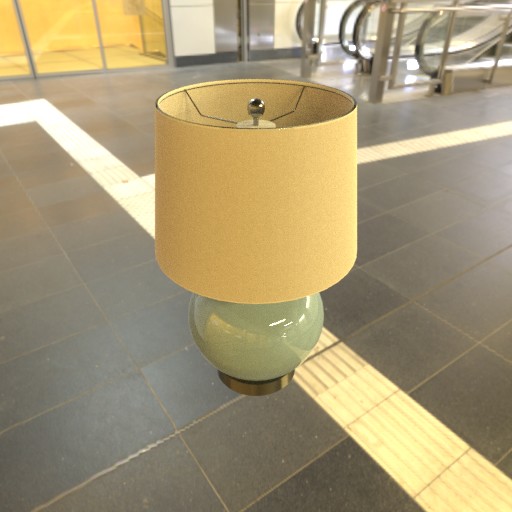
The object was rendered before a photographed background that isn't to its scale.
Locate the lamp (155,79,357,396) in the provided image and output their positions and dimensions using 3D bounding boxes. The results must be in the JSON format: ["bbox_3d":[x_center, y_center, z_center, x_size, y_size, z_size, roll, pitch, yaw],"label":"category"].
[{"bbox_3d":[0.000,0.000,0.562,0.247,0.387,0.247,0,33,0],"label":"lamp"}]
